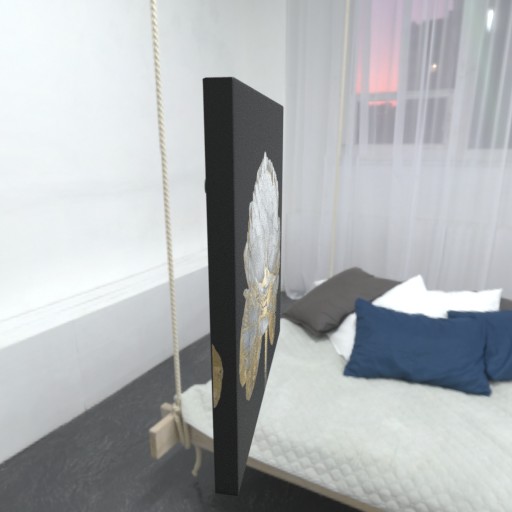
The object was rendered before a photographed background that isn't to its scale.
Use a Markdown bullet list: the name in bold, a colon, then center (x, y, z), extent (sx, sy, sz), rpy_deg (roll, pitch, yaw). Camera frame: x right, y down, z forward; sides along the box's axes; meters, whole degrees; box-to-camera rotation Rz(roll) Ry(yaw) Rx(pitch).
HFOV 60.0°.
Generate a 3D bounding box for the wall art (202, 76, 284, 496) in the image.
- **wall art**: center (0.000, 0.000, 0.900), extent (0.043, 0.611, 0.610), rpy_deg (2, 16, 9)
